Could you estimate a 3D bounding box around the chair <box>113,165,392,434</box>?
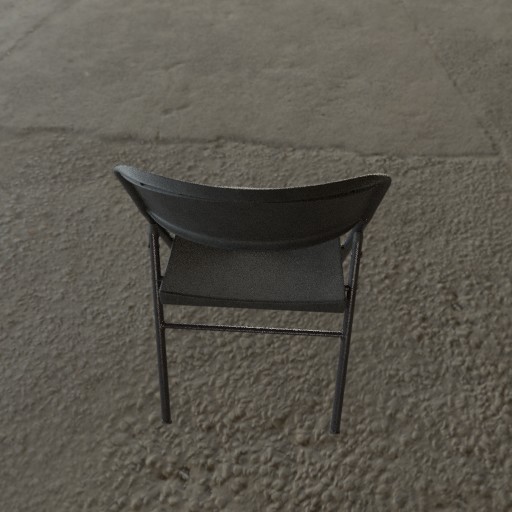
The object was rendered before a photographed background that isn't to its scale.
[{"bbox_3d":[0.000,0.000,1.116,0.494,0.810,0.567,3,45,3],"label":"chair"}]
